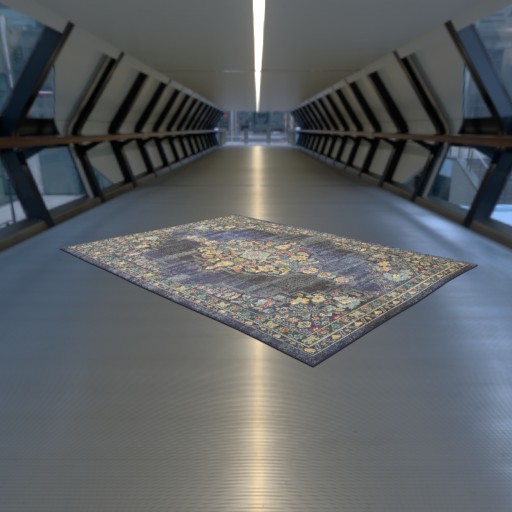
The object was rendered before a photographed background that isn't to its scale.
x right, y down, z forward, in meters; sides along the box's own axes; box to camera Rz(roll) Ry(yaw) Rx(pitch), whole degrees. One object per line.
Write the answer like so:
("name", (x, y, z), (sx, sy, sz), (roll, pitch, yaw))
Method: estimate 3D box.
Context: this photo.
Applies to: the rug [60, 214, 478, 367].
("rug", (0.000, 0.000, 4.749), (3.612, 0.035, 2.716), (16, 23, 42))
